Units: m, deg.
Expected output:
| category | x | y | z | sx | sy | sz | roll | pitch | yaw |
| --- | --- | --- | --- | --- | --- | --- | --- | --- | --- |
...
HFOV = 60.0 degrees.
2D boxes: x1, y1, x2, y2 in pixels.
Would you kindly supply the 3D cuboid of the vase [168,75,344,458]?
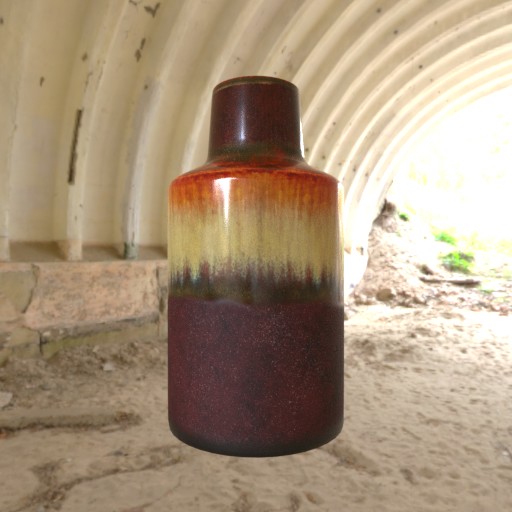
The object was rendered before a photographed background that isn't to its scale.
| category | x | y | z | sx | sy | sz | roll | pitch | yaw |
| --- | --- | --- | --- | --- | --- | --- | --- | --- | --- |
| vase | 0.000 | 0.000 | 0.276 | 0.108 | 0.204 | 0.108 | 0 | 1 | 0 |
